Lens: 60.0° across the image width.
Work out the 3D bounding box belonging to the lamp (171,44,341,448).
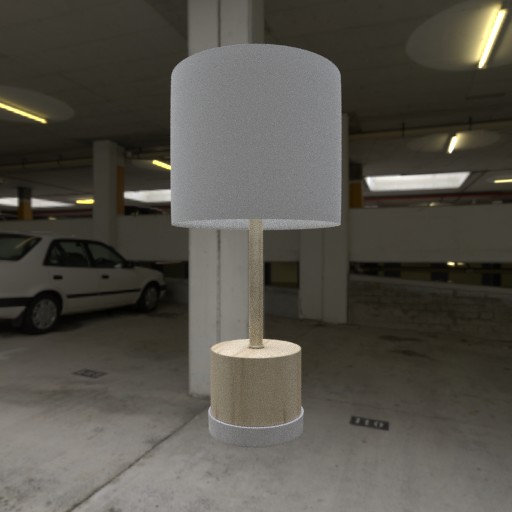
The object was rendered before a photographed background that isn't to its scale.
[{"bbox_3d":[0.000,0.000,0.604,0.229,0.470,0.229,0,0,18],"label":"lamp"}]
